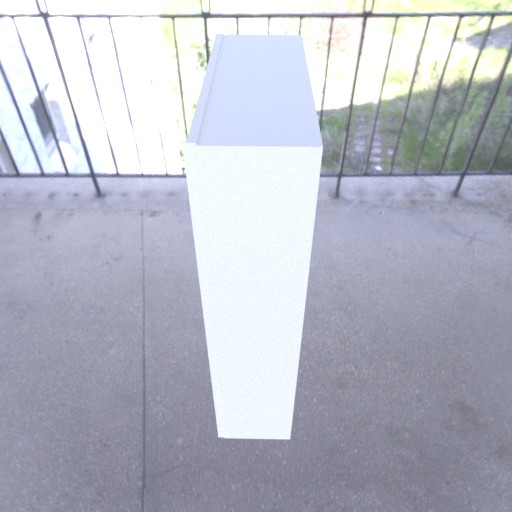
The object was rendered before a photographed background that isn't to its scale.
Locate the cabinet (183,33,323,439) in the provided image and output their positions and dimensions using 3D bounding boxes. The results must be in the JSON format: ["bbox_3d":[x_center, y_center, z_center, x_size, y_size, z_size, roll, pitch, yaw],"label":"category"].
[{"bbox_3d":[0.000,0.000,2.692,0.480,2.160,1.250,1,42,1],"label":"cabinet"}]
